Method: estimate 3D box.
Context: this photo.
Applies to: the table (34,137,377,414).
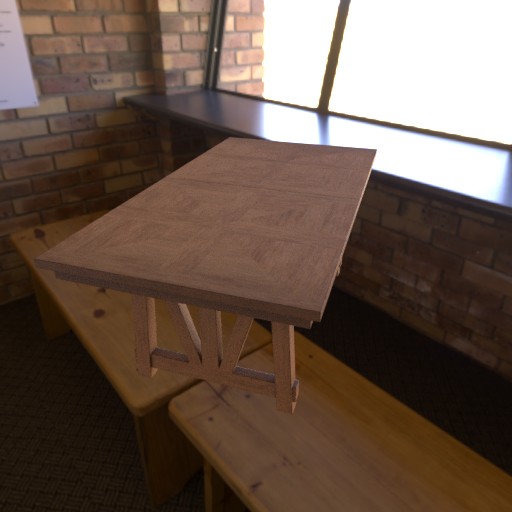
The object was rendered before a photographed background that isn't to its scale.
[{"bbox_3d":[0.000,0.000,2.379,1.016,0.768,1.881,9,30,16],"label":"table"}]
